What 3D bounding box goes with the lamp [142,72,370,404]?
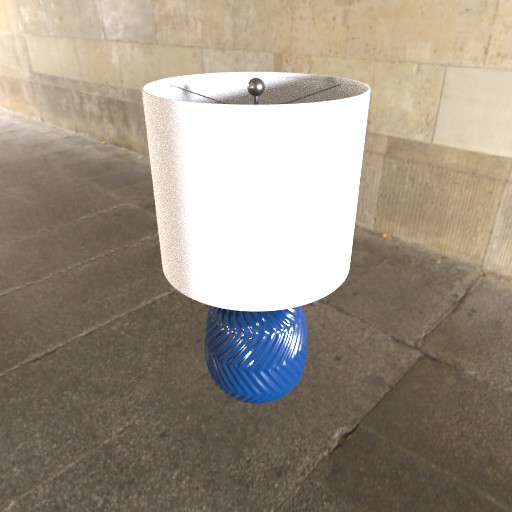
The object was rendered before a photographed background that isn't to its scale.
[{"bbox_3d":[0.000,0.000,0.490,0.203,0.368,0.203,0,29,-1],"label":"lamp"}]
